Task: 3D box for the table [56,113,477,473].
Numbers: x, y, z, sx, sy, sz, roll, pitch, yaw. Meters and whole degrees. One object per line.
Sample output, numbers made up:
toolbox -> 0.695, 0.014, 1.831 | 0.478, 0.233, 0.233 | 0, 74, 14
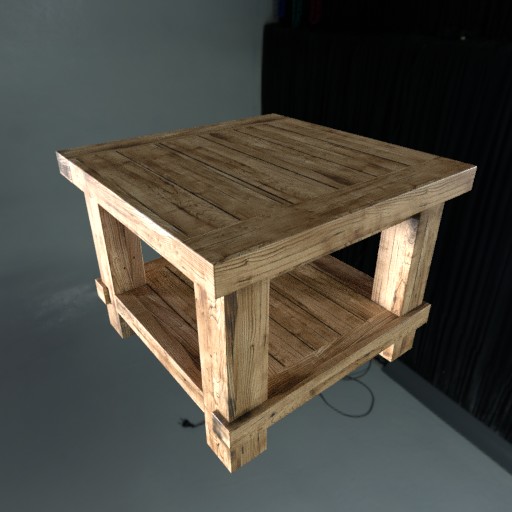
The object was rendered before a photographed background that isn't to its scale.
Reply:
table -> 0.000, 0.000, 1.014 | 0.610, 0.457, 0.610 | -21, 36, -33
